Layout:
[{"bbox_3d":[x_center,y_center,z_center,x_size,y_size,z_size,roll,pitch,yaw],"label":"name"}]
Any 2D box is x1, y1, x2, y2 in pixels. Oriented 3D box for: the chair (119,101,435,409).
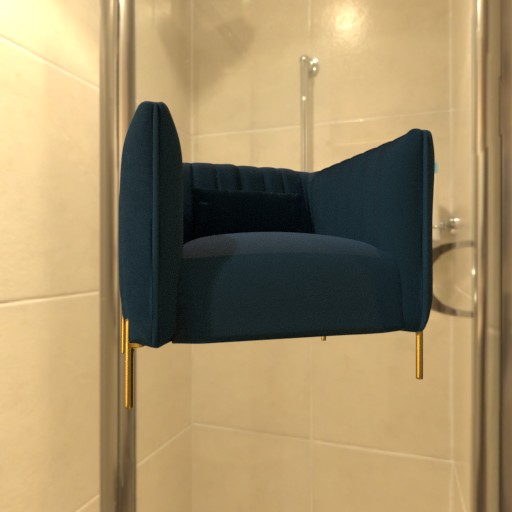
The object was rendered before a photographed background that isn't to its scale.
[{"bbox_3d":[0.000,0.000,1.603,0.947,0.793,0.877,0,0,-18],"label":"chair"}]
